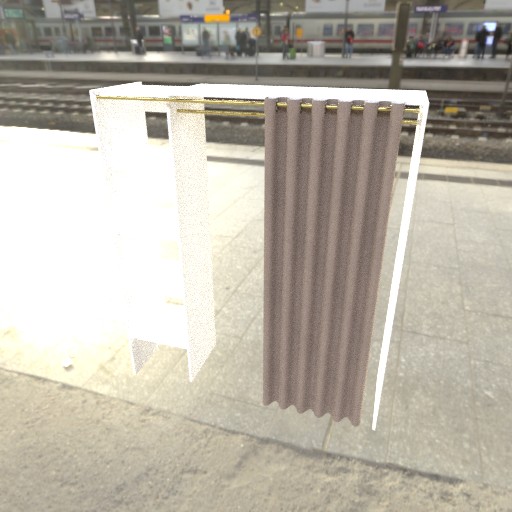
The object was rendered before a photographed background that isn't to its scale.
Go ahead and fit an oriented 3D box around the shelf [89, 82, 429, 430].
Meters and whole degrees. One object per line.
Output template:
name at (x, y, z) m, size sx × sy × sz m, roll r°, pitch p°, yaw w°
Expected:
shelf at (0.000, 0.000, 2.590) m, size 1.600 × 1.820 × 0.500 m, roll 8°, pitch 27°, yaw 16°
